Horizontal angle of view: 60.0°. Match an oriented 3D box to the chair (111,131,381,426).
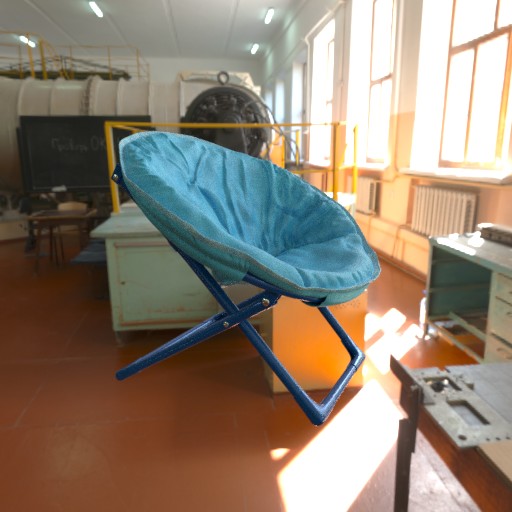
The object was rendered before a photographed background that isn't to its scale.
[{"bbox_3d":[0.000,0.000,0.867,0.465,0.478,0.520,7,15,27],"label":"chair"}]
